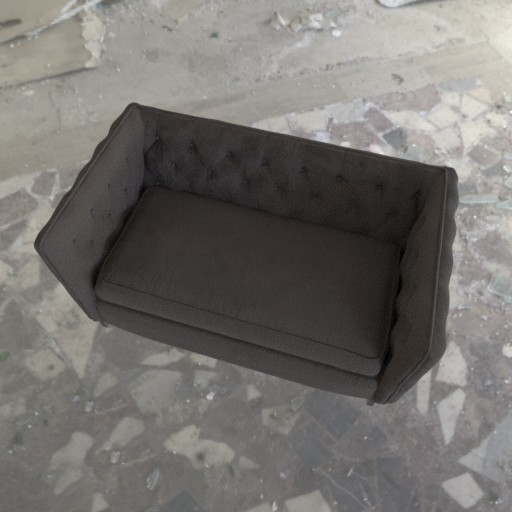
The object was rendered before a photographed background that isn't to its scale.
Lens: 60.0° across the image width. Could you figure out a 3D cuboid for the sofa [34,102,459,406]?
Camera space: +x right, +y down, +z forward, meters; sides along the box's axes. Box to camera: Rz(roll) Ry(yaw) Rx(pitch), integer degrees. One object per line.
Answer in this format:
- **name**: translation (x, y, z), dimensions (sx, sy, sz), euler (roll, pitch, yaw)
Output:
- **sofa**: translation (0.000, 0.000, 2.098), dimensions (1.583, 0.810, 0.909), euler (14, 59, 9)
